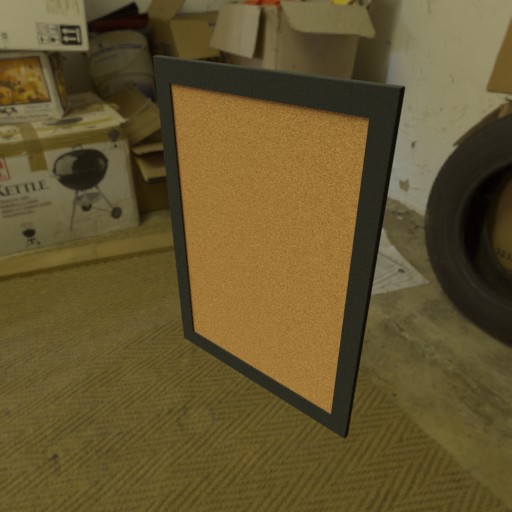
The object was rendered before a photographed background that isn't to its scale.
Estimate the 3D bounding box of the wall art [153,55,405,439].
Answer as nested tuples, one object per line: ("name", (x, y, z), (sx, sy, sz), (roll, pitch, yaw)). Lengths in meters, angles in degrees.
("wall art", (0.000, 0.000, 0.671), (0.374, 0.529, 0.012), (23, 38, 33))
